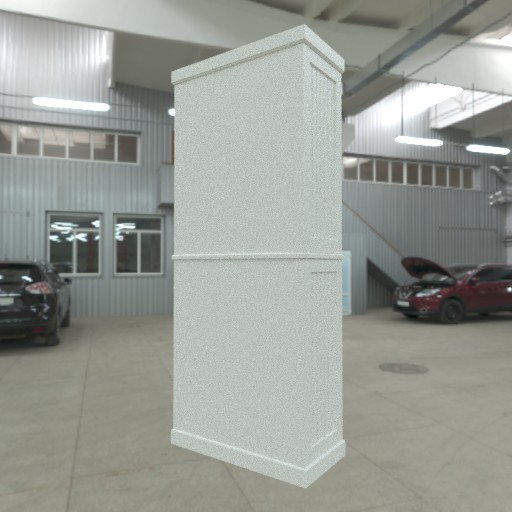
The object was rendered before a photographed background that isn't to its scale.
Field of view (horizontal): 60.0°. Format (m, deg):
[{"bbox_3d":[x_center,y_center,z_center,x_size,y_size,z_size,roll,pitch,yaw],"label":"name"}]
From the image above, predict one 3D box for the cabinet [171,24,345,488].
[{"bbox_3d":[0.000,0.000,2.119,0.754,1.829,0.390,-1,-1,35],"label":"cabinet"}]
